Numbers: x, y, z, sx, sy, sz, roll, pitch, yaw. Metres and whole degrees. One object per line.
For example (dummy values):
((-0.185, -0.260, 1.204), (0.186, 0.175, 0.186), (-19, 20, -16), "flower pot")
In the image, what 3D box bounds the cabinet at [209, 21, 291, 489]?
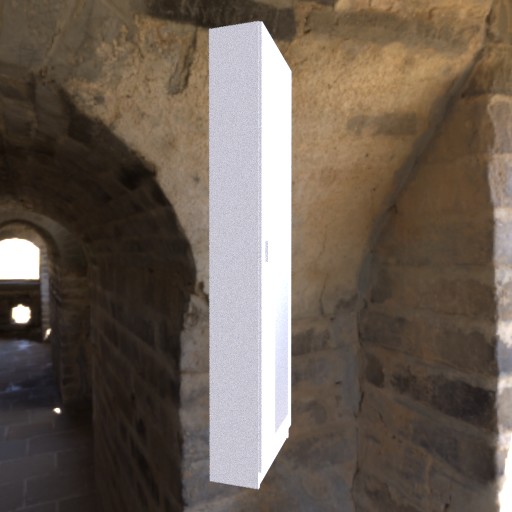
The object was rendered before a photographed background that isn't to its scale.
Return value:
((0.000, 0.000, 1.960), (0.230, 1.790, 0.500), (0, 1, 17), "cabinet")
